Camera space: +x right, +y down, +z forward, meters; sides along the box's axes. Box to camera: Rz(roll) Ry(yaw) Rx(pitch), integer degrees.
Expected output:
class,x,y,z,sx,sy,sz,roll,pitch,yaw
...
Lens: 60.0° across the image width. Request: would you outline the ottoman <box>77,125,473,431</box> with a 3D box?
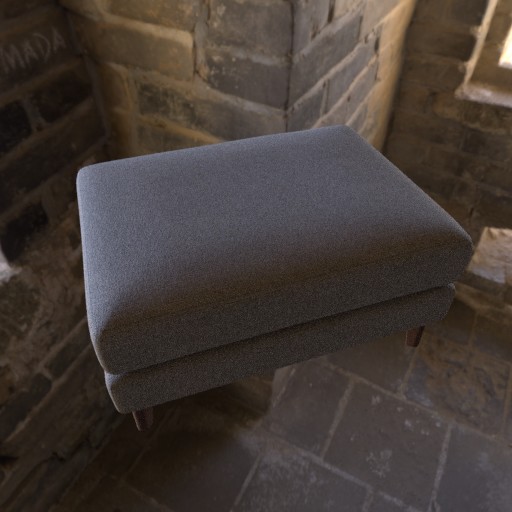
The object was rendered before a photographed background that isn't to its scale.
class,x,y,z,sx,sy,sz,roll,pitch,yaw
ottoman,0.000,0.000,1.182,0.821,0.441,0.611,-13,43,-14
